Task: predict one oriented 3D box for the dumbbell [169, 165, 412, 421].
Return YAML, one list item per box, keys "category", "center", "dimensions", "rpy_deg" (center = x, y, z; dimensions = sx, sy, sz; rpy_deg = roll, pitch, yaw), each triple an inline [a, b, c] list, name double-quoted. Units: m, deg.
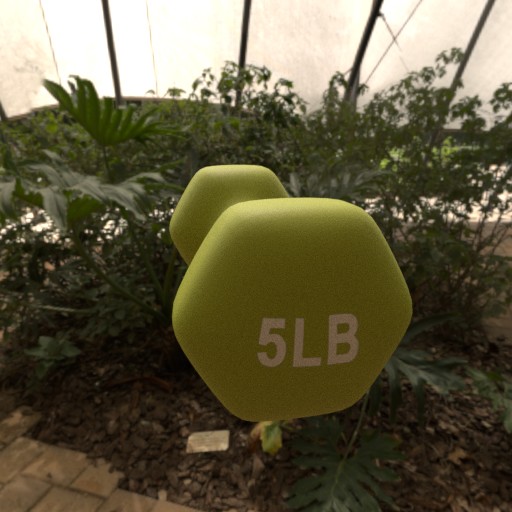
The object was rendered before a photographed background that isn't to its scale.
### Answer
- category: "dumbbell"
  center: [0.000, 0.000, 0.206]
  dimensions: [0.080, 0.072, 0.164]
  rpy_deg: [-3, 17, -10]
